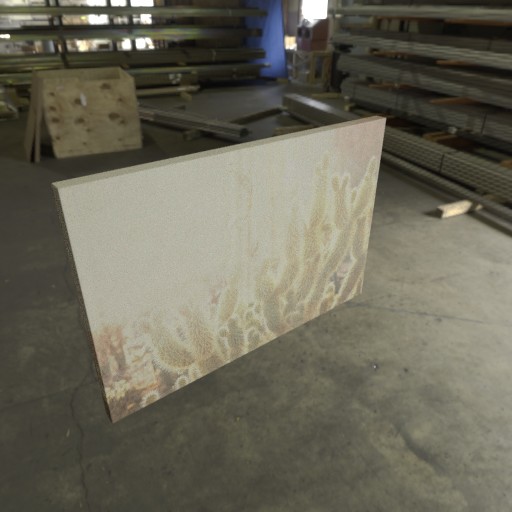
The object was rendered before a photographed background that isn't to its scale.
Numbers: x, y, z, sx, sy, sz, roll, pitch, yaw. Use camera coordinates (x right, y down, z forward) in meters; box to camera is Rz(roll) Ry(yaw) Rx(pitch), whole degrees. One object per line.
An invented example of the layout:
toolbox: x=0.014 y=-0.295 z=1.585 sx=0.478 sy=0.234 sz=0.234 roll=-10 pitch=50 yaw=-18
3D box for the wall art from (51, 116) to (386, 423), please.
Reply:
wall art: x=0.000 y=0.000 z=1.188 sx=0.916 sy=0.608 sz=0.040 roll=-21 pitch=36 yaw=-32
